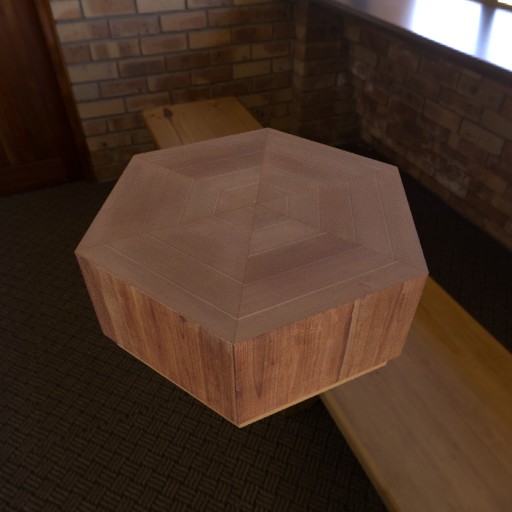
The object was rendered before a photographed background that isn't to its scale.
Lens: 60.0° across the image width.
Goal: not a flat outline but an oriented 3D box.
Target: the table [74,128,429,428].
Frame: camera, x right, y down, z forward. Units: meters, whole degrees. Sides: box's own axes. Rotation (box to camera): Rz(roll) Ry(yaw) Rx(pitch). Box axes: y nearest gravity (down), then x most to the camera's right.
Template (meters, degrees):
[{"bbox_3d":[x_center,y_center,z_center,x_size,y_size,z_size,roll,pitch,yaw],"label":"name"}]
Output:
[{"bbox_3d":[0.000,0.000,1.610,1.154,0.456,1.000,25,47,26],"label":"table"}]
